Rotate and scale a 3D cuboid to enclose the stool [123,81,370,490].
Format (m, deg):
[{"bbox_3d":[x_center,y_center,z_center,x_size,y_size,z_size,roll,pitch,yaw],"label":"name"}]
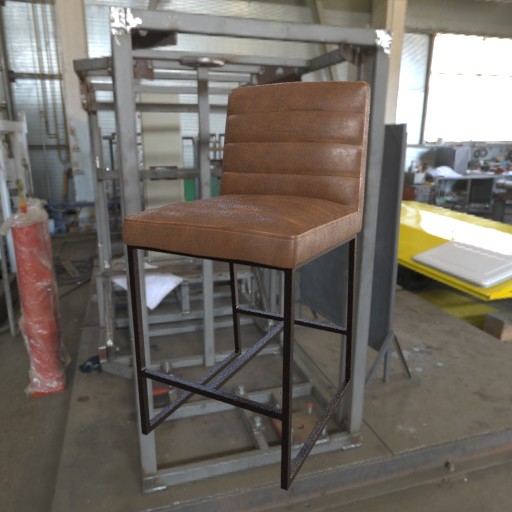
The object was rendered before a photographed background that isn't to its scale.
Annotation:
[{"bbox_3d":[0.000,0.000,1.218,0.463,0.942,0.562,8,17,27],"label":"stool"}]
